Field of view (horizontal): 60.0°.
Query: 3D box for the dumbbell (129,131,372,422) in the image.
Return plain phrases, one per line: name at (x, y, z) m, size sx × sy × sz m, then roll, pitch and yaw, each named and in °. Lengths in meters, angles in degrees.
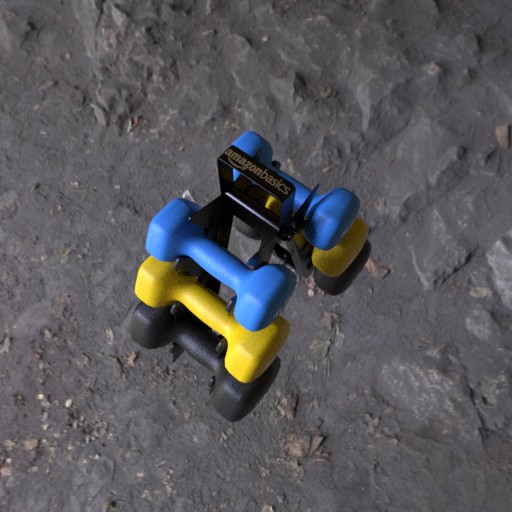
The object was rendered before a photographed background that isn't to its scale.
dumbbell at (0.000, 0.000, 0.677) m, size 0.255 × 0.426 × 0.409 m, roll 36°, pitch 69°, yaw 16°
